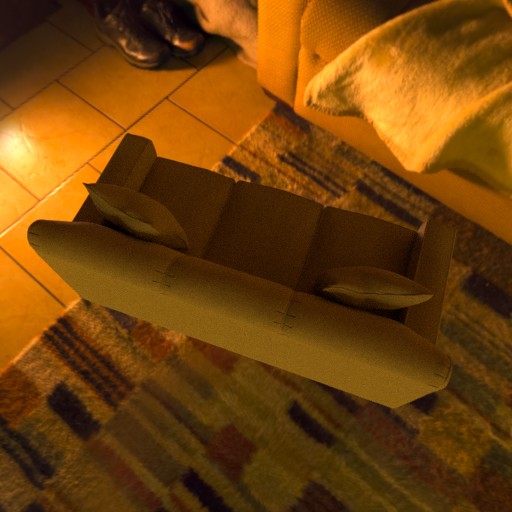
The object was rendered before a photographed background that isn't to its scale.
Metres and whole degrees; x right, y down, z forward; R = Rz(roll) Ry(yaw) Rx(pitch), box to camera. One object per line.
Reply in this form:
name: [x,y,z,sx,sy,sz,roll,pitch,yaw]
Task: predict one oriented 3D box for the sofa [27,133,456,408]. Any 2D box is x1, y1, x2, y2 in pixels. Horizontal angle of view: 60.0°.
sofa: [0.000,0.000,2.524,2.024,0.958,0.997,18,66,8]
